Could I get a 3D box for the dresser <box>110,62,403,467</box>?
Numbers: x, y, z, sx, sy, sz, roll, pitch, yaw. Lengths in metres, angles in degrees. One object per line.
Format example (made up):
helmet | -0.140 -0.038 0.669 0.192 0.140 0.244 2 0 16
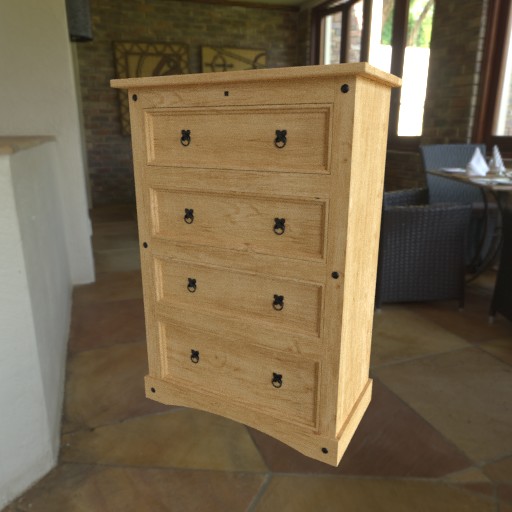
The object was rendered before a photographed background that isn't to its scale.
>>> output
dresser | 0.000 0.000 1.739 0.915 1.300 0.485 9 18 27
